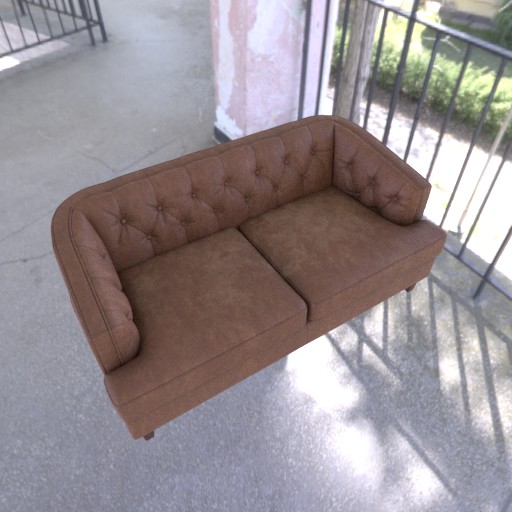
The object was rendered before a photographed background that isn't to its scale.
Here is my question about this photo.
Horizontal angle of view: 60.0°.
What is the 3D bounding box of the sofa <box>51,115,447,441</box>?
[{"bbox_3d":[0.000,0.000,2.224,1.755,0.786,0.914,-24,49,-22],"label":"sofa"}]
